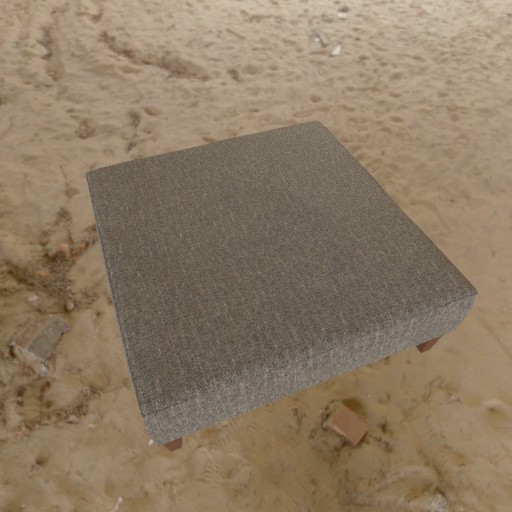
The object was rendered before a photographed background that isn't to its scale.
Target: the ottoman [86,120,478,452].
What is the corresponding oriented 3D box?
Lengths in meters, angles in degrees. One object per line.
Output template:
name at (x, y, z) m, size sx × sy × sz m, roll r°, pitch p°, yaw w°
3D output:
ottoman at (0.000, 0.000, 1.551) m, size 0.981 × 0.379 × 1.016 m, roll -17°, pitch 50°, yaw -14°
